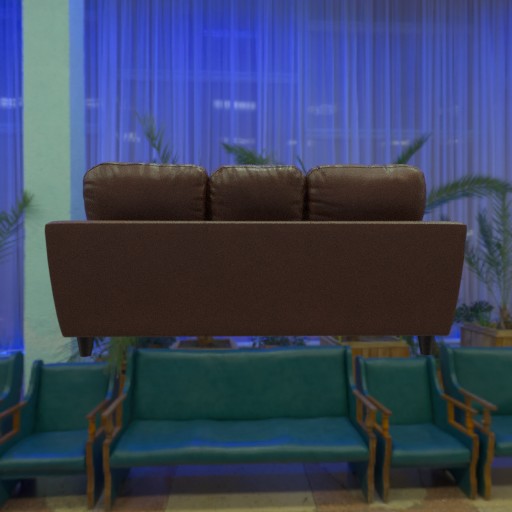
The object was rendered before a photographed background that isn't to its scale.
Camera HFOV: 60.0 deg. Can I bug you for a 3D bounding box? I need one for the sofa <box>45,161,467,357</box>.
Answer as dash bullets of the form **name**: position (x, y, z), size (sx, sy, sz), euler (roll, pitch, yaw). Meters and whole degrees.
- **sofa**: position (0.000, 0.000, 2.322), size (1.862, 0.915, 0.802), euler (0, 0, -1)
